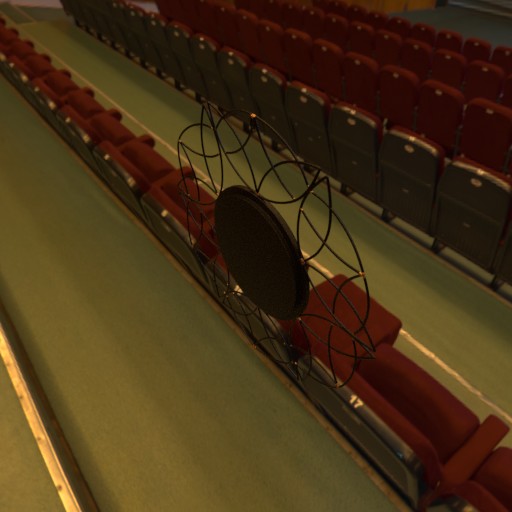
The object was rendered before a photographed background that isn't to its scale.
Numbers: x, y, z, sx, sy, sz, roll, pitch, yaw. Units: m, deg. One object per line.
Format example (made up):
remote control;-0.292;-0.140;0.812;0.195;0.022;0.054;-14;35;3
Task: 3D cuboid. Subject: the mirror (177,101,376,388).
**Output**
mirror;0.000;0.000;1.151;0.028;0.775;0.797;-28;49;-27
